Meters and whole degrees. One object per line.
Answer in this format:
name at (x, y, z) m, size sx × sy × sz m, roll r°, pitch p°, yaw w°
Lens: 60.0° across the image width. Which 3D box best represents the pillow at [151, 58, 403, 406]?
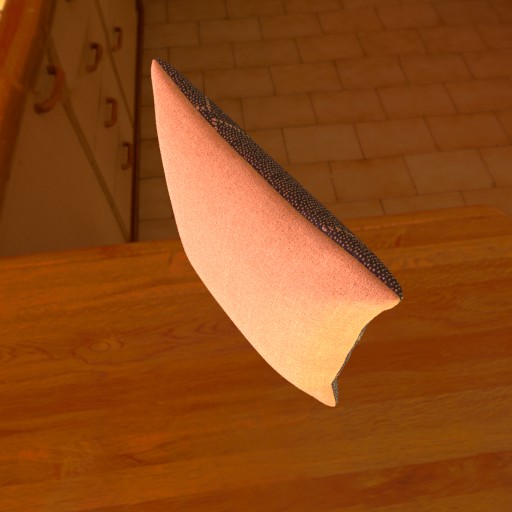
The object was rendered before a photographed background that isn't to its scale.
pillow at (0.000, 0.000, 0.662) m, size 0.148 × 0.428 × 0.435 m, roll -33°, pitch 64°, yaw -18°
